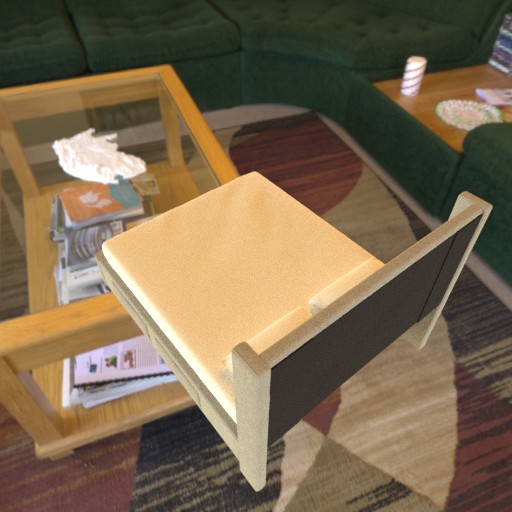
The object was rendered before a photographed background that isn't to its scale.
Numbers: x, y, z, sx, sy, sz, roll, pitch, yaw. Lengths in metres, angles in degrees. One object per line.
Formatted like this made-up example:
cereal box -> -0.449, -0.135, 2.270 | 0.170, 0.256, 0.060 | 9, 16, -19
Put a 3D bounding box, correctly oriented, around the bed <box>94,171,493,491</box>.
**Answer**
bed -> 0.000, 0.000, 3.320 | 1.774, 1.491, 2.222 | -30, 53, -26
